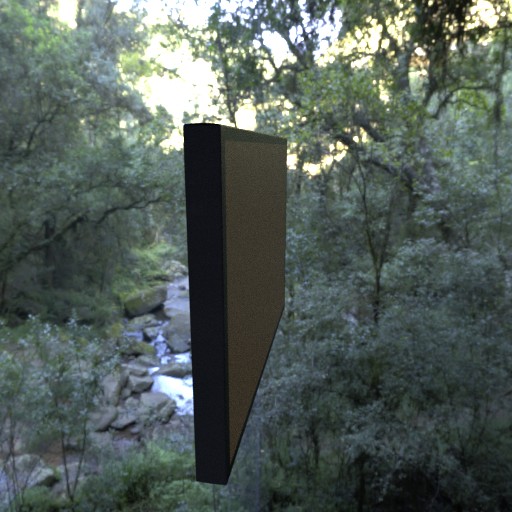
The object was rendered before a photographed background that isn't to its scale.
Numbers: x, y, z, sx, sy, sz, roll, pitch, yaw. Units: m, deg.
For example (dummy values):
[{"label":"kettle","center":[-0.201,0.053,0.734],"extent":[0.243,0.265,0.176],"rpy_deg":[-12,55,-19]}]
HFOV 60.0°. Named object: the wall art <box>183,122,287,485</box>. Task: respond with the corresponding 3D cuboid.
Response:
[{"label":"wall art","center":[0.000,0.000,0.765],"extent":[0.038,0.409,0.610],"rpy_deg":[2,14,10]}]
